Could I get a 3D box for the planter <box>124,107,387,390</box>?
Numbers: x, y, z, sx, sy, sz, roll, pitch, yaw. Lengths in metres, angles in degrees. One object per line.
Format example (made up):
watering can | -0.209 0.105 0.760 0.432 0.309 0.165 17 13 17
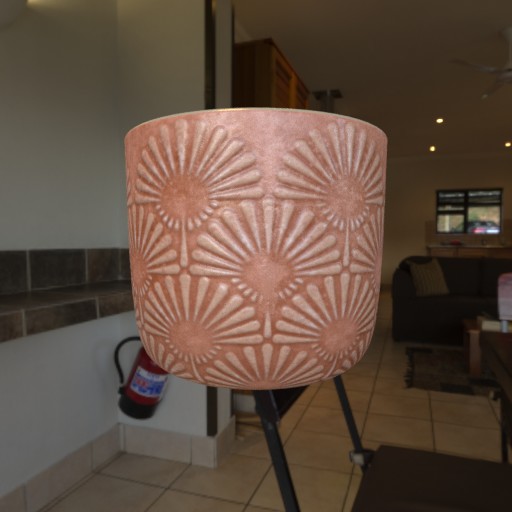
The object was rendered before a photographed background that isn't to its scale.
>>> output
planter | 0.000 0.000 0.219 0.124 0.109 0.124 0 2 0
